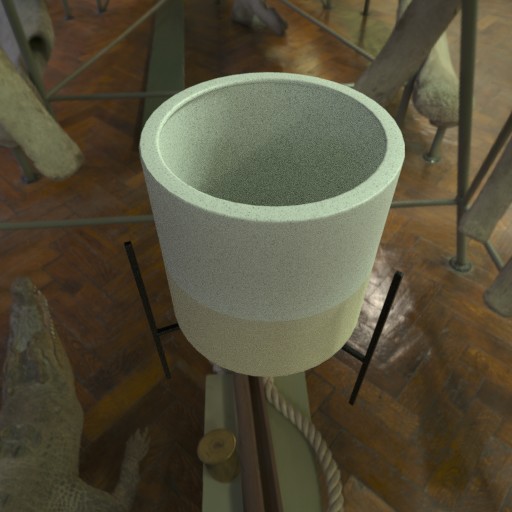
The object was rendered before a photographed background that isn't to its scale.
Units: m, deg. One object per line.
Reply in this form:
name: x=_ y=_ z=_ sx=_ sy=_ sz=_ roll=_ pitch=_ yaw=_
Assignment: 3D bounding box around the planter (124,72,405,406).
planter: x=0.000 y=0.000 z=0.540 sx=0.263 sy=0.362 sz=0.267 roll=-3 pitch=48 yaw=-3
